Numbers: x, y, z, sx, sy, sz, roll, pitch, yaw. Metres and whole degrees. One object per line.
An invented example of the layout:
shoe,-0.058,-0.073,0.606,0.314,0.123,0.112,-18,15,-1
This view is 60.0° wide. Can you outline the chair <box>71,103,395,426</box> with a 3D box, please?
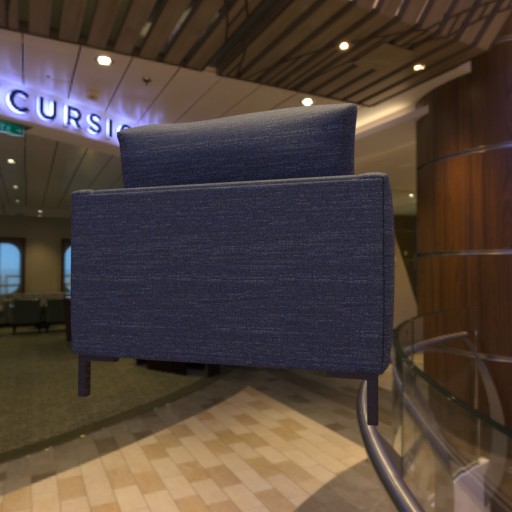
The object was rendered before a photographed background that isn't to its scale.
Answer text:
chair,0.000,0.000,1.622,0.963,0.861,0.866,0,-2,17
